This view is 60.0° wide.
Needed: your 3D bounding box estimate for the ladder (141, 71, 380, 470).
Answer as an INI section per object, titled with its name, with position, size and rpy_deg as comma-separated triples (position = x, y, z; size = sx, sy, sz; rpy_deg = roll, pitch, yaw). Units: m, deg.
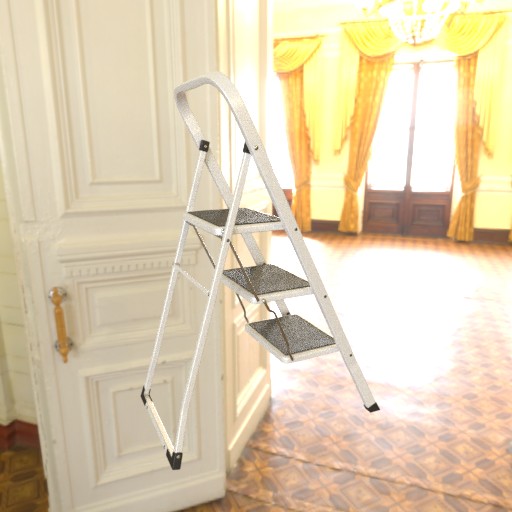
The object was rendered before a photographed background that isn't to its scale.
[ladder]
position = 0.000, 0.000, 1.414
size = 0.711, 1.050, 0.460
rpy_deg = -7, 16, -25
